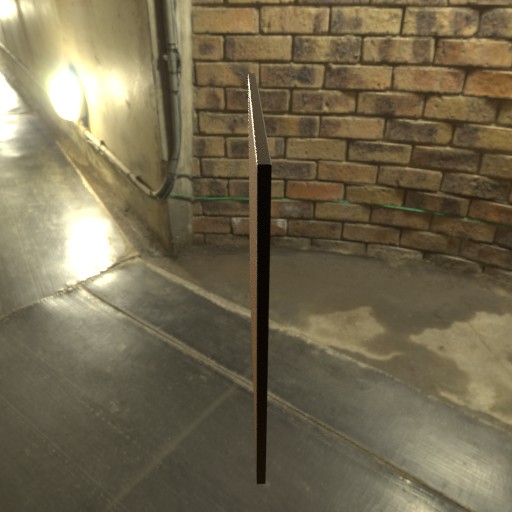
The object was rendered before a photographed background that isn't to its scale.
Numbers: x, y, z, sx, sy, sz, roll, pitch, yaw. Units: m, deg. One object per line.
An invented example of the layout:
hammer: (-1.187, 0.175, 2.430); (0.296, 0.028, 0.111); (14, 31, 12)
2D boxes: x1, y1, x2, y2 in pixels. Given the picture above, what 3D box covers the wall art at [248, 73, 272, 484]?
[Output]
wall art: (0.000, 0.000, 0.687); (0.012, 0.458, 0.457); (-1, 31, -2)
